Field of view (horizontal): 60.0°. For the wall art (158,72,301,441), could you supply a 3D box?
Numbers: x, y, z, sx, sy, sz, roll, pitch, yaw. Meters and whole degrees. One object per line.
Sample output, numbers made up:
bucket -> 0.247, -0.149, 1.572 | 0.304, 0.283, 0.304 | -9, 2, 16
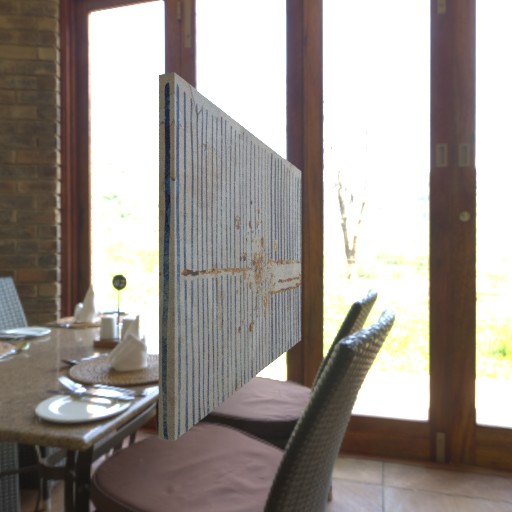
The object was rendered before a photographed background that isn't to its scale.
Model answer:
wall art -> 0.000, 0.000, 1.455 | 0.038, 0.757, 1.143 | 0, 0, 19
